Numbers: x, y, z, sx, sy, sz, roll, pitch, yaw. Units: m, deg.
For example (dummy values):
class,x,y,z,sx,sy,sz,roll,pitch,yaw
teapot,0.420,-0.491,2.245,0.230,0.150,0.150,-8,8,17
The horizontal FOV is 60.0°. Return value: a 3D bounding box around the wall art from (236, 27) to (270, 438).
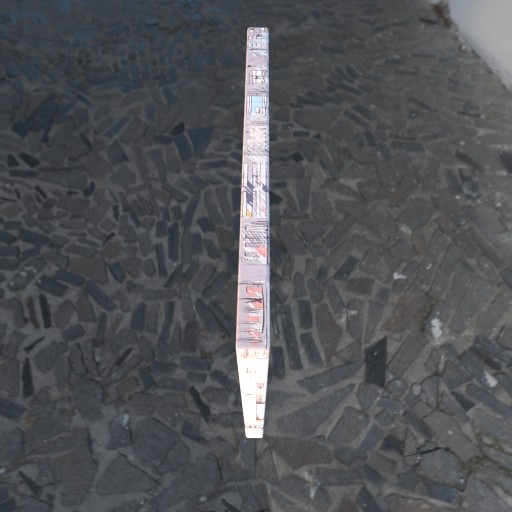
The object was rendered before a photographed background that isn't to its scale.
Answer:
class,x,y,z,sx,sy,sz,roll,pitch,yaw
wall art,0.000,0.000,1.140,0.048,0.762,0.761,1,59,0
